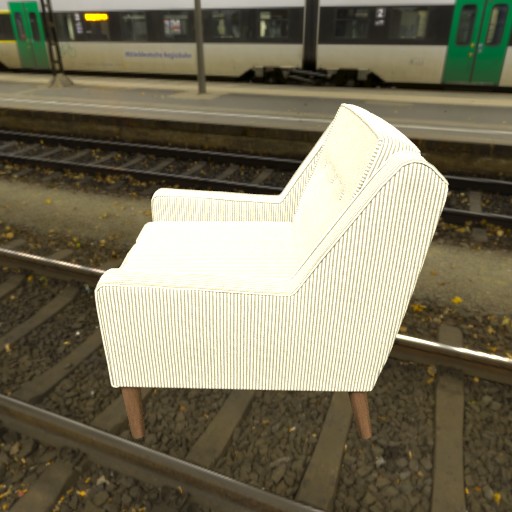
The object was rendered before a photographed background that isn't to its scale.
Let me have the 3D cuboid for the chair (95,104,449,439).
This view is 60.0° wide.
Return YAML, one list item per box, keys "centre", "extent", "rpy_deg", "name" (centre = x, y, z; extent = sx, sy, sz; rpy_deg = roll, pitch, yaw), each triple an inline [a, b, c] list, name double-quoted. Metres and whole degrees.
- centre: [0.000, 0.000, 1.278]
  extent: [0.743, 0.792, 0.663]
  rpy_deg: [0, 27, 0]
  name: "chair"
